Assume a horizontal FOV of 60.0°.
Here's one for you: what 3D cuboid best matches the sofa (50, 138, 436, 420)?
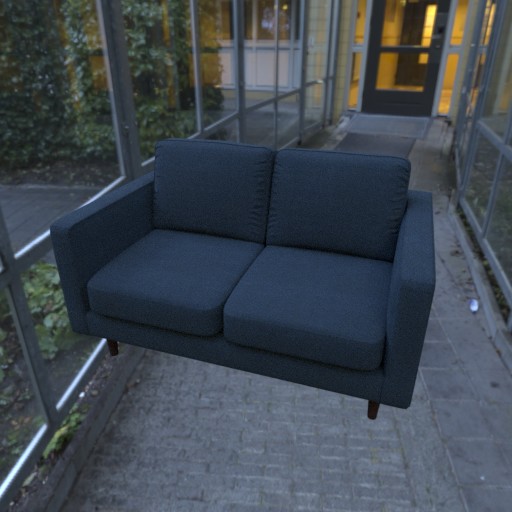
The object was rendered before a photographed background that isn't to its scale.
[{"bbox_3d":[0.000,0.000,2.111,1.518,0.930,0.999,9,28,17],"label":"sofa"}]
